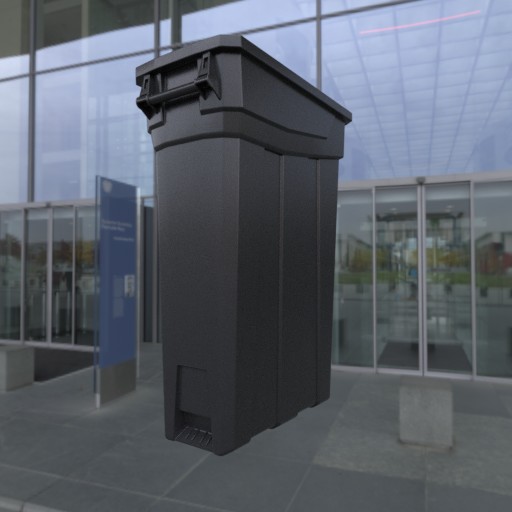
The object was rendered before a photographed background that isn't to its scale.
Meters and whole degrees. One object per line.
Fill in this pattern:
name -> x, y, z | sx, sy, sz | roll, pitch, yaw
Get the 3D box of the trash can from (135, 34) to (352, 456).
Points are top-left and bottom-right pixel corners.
trash can -> 0.000, 0.000, 1.046 | 0.281, 0.762, 0.559 | -1, -2, 35
